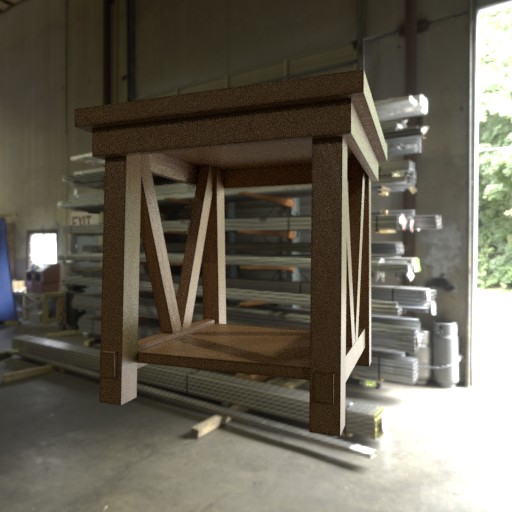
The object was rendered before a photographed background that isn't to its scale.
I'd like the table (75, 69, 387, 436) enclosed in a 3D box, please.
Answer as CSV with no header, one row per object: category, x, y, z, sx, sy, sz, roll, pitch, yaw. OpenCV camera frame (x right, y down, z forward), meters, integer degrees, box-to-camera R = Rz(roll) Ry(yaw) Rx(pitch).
table,0.000,0.000,1.141,0.610,0.638,0.612,0,1,20
